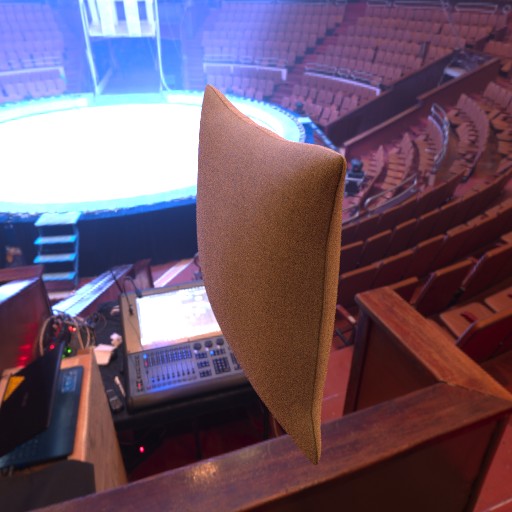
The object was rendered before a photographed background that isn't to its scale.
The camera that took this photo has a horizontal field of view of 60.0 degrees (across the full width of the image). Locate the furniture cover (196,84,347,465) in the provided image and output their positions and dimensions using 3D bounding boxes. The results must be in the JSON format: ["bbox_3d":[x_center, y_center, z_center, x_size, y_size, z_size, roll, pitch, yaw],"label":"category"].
[{"bbox_3d":[0.000,0.000,0.786,0.178,0.506,0.512,-11,32,-19],"label":"furniture cover"}]
